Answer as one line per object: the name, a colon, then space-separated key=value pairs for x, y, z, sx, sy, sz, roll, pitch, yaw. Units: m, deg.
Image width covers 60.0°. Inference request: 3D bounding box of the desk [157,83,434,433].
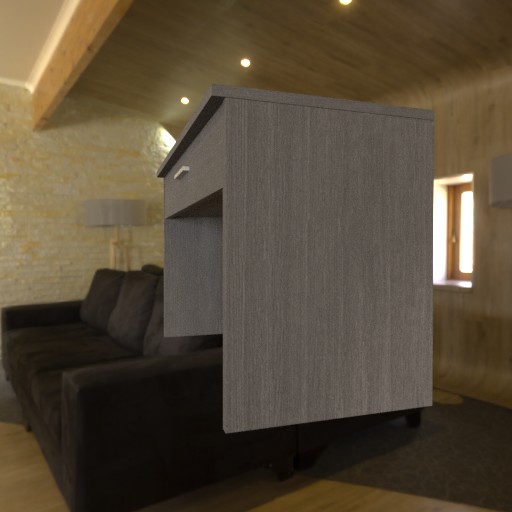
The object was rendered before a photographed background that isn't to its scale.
desk: x=0.000 y=0.000 z=1.527 sx=0.557 sy=0.729 sz=1.099 roll=0 pitch=1 yaw=-18
